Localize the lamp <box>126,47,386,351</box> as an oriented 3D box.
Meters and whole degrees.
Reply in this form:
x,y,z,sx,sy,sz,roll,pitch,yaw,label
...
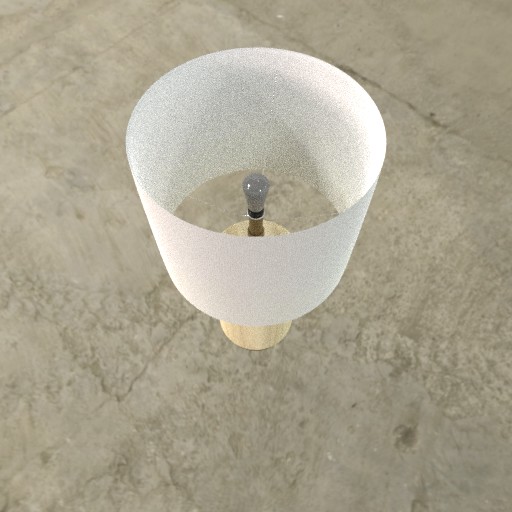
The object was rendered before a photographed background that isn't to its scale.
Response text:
x,y,z,sx,sy,sz,roll,pitch,yaw,label
0.000,0.000,0.580,0.228,0.444,0.228,-16,61,-9,lamp
